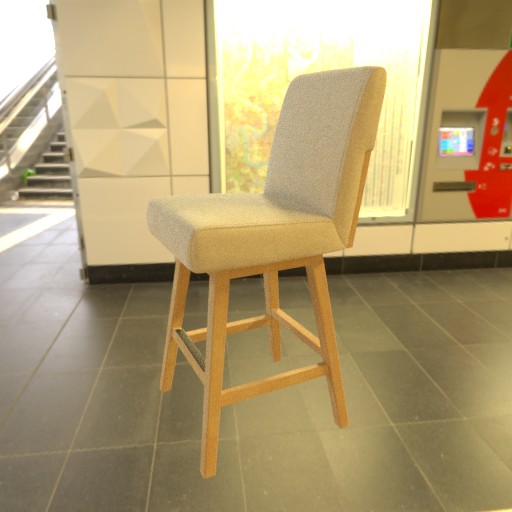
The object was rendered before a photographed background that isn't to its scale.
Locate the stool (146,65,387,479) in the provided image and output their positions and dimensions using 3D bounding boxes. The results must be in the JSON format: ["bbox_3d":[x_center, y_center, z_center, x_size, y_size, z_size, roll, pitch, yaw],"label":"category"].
[{"bbox_3d":[0.000,0.000,1.282,0.543,1.015,0.446,-9,20,-25],"label":"stool"}]
